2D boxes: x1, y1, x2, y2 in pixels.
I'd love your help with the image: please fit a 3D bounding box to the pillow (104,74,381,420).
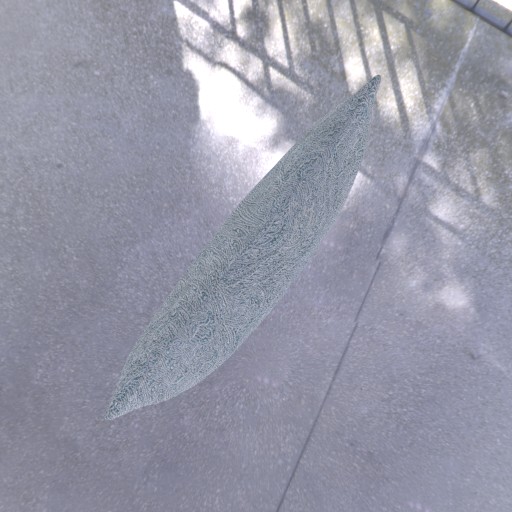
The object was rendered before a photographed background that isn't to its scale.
[{"bbox_3d":[0.000,0.000,0.748,0.151,0.295,0.615,37,79,8],"label":"pillow"}]
